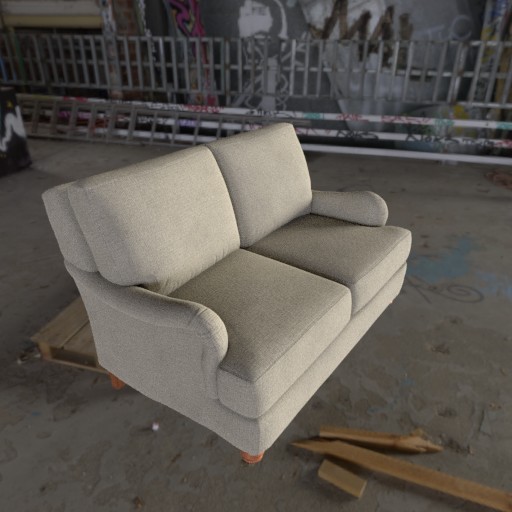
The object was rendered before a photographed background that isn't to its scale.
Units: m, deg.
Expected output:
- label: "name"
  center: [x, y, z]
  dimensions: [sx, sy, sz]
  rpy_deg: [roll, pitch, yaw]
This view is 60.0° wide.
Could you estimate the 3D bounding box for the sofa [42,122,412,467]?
- label: "sofa"
  center: [0.000, 0.000, 2.144]
  dimensions: [1.087, 0.999, 1.480]
  rpy_deg: [19, 33, 32]
